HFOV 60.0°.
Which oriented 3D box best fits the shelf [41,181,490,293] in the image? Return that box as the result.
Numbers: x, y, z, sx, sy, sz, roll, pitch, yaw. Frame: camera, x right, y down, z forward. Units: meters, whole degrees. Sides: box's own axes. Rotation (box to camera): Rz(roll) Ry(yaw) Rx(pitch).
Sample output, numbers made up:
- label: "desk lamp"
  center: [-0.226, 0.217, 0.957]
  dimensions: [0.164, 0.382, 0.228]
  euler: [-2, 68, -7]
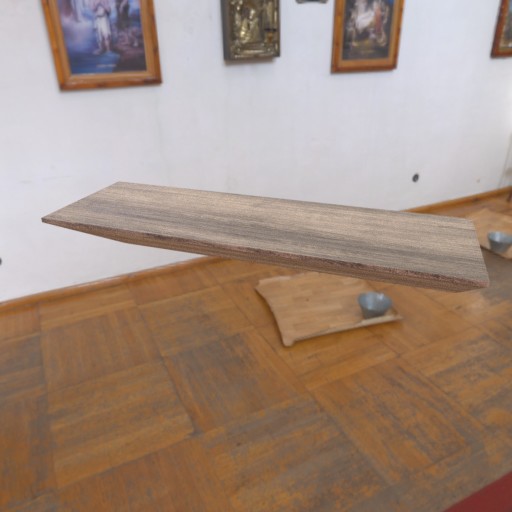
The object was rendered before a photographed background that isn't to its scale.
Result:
- label: "shelf"
  center: [0.000, 0.000, 0.687]
  dimensions: [0.610, 0.125, 0.200]
  euler: [8, 27, 17]
